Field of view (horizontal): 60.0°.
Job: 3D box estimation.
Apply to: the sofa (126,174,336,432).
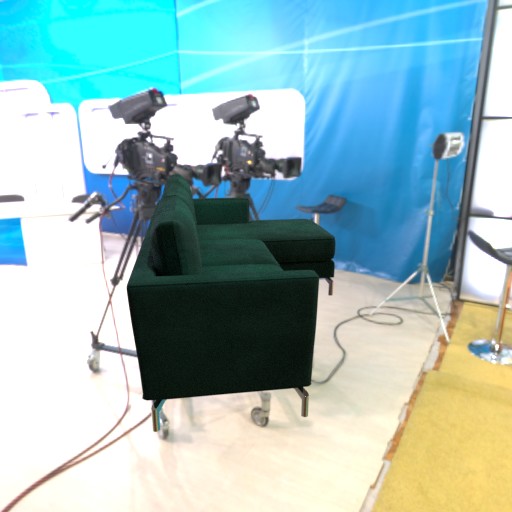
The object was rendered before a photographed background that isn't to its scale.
[{"bbox_3d":[0.000,0.000,3.187,1.489,1.007,2.441,-2,16,-8],"label":"sofa"}]
